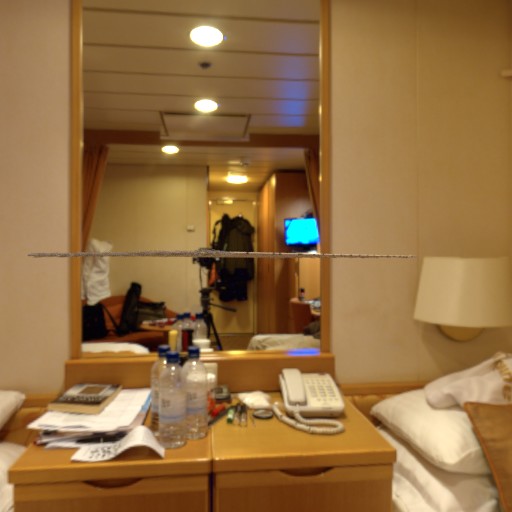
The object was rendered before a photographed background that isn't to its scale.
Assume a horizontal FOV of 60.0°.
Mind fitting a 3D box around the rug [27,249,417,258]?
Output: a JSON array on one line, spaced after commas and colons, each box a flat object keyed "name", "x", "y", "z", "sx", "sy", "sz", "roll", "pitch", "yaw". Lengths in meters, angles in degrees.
[{"name": "rug", "x": 0.000, "y": 0.000, "z": 3.098, "sx": 1.495, "sy": 0.035, "sz": 2.472, "roll": 0, "pitch": -1, "yaw": 37}]
